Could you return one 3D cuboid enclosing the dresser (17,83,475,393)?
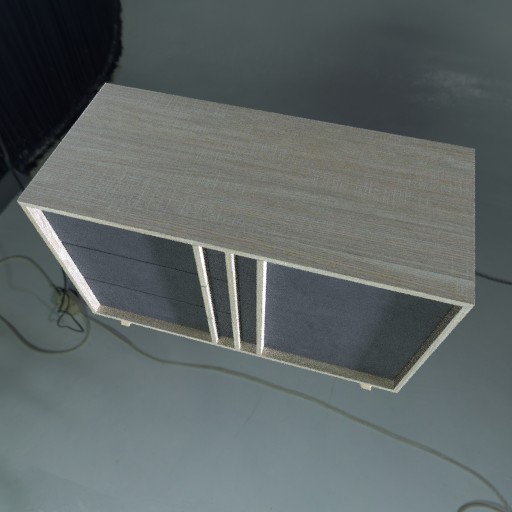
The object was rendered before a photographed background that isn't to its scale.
[{"bbox_3d":[0.000,0.000,1.490,1.110,0.780,0.500,13,57,8],"label":"dresser"}]
